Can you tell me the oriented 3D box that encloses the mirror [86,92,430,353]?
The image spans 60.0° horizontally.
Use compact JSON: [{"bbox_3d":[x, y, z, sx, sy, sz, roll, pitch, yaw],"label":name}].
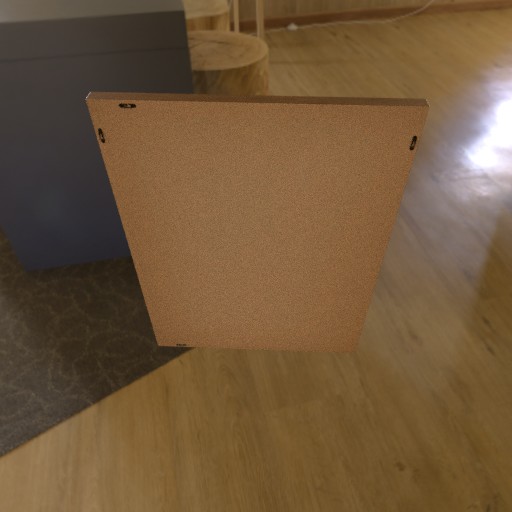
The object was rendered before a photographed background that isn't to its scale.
[{"bbox_3d":[0.000,0.000,1.359,0.762,1.016,0.041,2,46,2],"label":"mirror"}]
